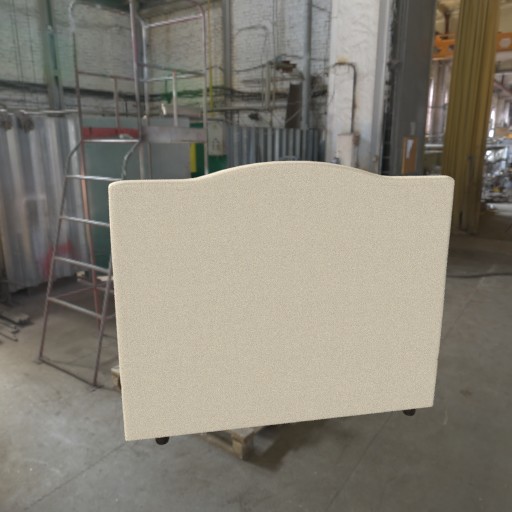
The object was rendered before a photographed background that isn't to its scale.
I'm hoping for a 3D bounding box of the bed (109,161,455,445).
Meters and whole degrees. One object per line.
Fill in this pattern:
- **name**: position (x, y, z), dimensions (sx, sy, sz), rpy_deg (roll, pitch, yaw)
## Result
- **bed**: position (0.000, 0.000, 3.264), dimensions (1.741, 1.449, 2.196), rpy_deg (-3, 15, -10)
